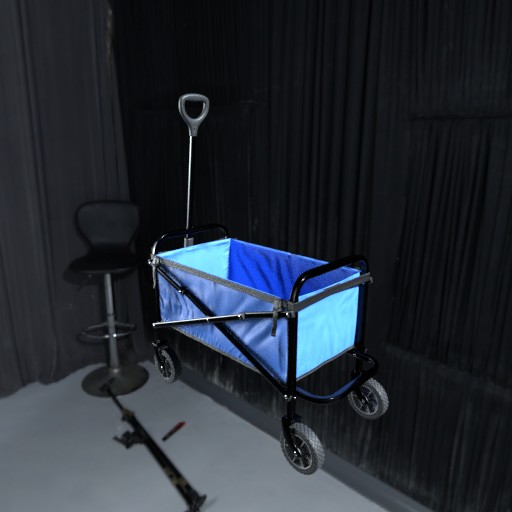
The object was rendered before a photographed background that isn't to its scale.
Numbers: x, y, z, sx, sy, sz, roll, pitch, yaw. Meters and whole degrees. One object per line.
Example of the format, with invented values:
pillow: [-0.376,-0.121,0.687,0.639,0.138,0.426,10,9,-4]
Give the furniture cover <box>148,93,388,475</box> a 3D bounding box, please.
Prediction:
furniture cover: [0.000,0.000,1.822,1.038,1.295,0.532,15,22,43]
